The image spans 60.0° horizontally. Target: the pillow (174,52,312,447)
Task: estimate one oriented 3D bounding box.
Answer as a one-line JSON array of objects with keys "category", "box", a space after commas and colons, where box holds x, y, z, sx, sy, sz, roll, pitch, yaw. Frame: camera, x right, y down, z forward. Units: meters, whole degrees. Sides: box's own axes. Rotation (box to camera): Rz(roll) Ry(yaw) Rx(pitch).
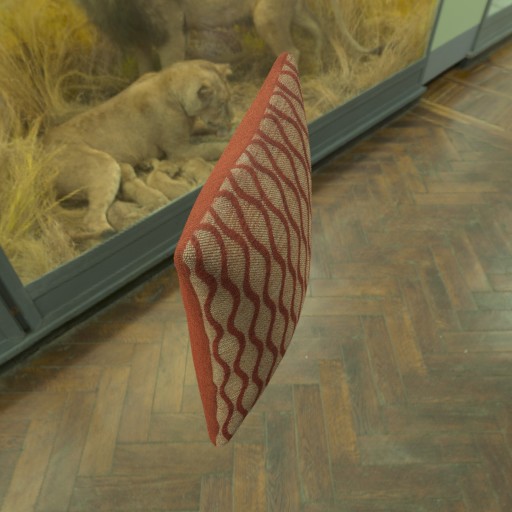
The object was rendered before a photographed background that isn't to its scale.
[{"category": "pillow", "box": [0.000, 0.000, 0.657, 0.159, 0.434, 0.429, 10, 47, 9]}]
